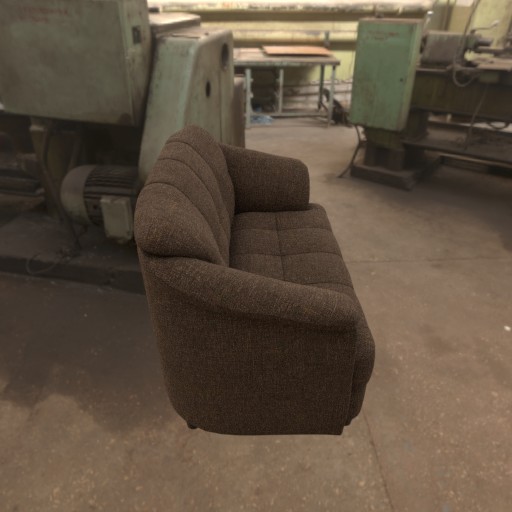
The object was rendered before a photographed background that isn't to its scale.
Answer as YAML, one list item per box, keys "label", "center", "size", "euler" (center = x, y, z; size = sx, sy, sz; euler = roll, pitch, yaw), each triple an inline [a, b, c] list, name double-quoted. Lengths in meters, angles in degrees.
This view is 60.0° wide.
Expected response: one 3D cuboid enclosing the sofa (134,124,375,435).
- label: "sofa"
  center: [0.000, 0.000, 1.959]
  size: [0.799, 0.895, 1.404]
  euler: [-1, 31, -1]
